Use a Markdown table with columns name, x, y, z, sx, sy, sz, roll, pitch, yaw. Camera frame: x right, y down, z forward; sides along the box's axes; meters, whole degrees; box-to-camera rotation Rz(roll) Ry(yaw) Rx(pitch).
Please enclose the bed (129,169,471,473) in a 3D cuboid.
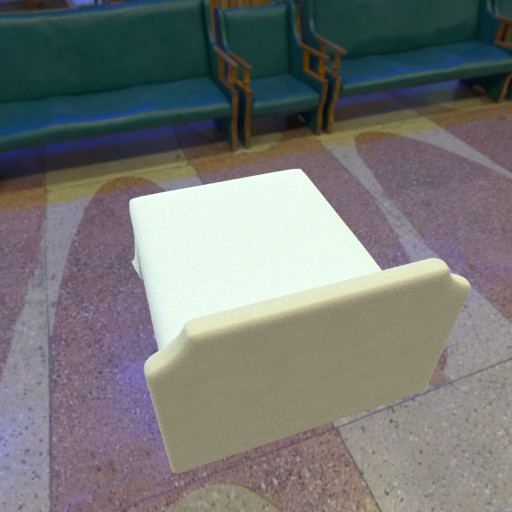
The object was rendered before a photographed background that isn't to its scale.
| name | x | y | z | sx | sy | sz | roll | pitch | yaw |
| --- | --- | --- | --- | --- | --- | --- | --- | --- | --- |
| bed | 0.000 | 0.000 | 3.300 | 1.827 | 1.296 | 2.209 | -13 | 43 | -14 |
